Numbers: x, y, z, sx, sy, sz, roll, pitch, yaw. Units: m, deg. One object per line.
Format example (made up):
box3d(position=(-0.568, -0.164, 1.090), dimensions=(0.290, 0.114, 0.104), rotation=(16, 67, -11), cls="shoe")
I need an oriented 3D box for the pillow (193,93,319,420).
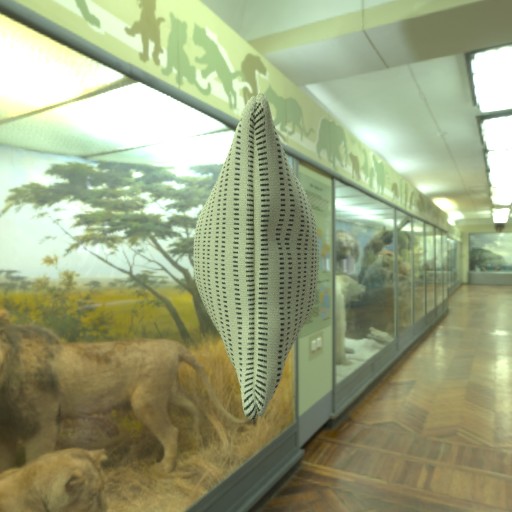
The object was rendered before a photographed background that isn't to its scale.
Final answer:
box3d(position=(0.000, 0.000, 0.791), dimensions=(0.210, 0.353, 0.640), rotation=(0, 0, -2), cls="pillow")
